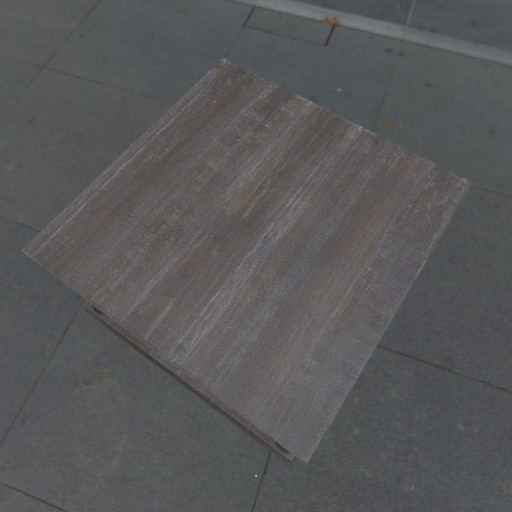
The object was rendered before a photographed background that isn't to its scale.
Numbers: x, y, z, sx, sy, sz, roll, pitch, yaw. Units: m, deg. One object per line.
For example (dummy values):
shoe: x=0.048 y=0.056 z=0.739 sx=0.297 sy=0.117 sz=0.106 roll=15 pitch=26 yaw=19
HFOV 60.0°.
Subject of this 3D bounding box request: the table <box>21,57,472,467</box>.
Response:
table: x=0.000 y=0.000 z=1.131 sx=0.696 sy=0.400 sz=0.696 roll=32 pitch=68 yaw=15
